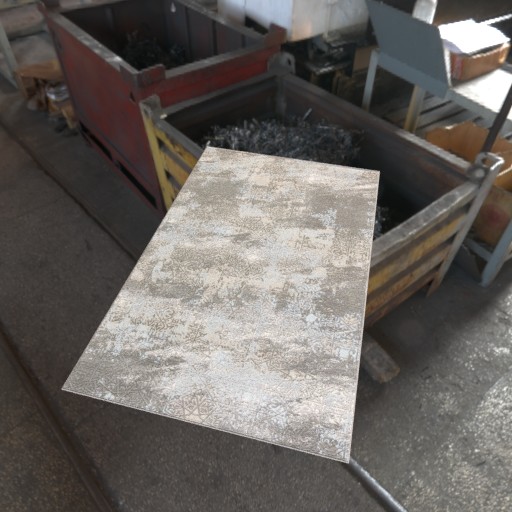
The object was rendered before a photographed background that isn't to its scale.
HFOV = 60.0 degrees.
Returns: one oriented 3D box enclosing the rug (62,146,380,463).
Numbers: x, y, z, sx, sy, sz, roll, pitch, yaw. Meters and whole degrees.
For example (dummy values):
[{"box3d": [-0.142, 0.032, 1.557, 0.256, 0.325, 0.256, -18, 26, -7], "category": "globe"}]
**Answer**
[{"box3d": [0.000, 0.000, 3.062, 1.536, 0.012, 2.431, 10, 47, 10], "category": "rug"}]
